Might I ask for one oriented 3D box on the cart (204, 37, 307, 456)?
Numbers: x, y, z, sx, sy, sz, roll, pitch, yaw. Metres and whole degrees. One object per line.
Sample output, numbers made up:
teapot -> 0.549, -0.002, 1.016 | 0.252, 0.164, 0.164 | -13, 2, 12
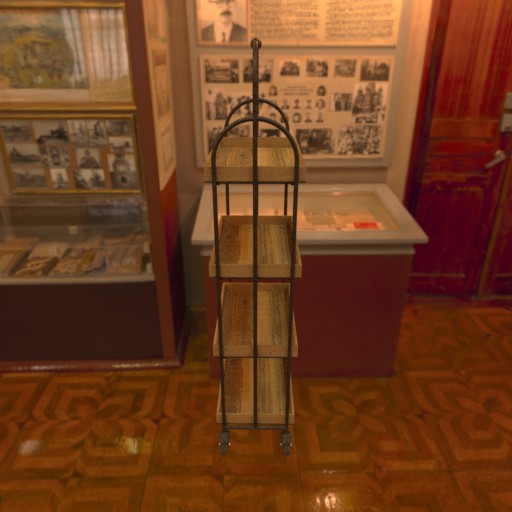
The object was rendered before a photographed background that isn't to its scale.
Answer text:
cart -> 0.000, 0.000, 1.676 | 0.308, 1.481, 0.581 | 0, 25, 1
